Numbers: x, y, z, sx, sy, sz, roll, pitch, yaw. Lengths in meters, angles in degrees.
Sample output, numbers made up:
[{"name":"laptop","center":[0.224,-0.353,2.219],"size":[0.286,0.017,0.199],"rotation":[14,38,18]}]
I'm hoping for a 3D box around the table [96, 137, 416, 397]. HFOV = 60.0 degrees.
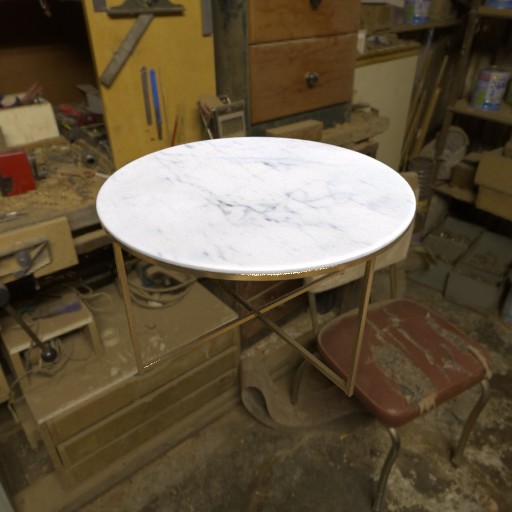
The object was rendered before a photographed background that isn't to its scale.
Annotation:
[{"name":"table","center":[0.000,0.000,1.276],"size":[0.800,0.450,0.800],"rotation":[0,32,0]}]
